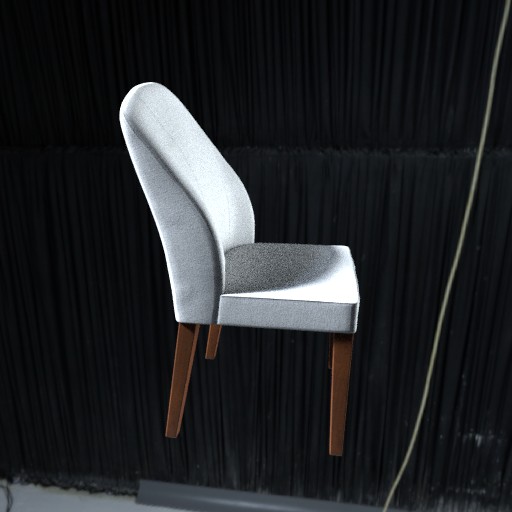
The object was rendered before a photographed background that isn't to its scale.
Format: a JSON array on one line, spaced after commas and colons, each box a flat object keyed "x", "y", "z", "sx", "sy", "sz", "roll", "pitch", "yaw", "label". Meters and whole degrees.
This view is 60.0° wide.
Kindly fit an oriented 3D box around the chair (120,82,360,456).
[{"x": 0.000, "y": 0.000, "z": 1.214, "sx": 0.540, "sy": 0.893, "sz": 0.472, "roll": 2, "pitch": 17, "yaw": 8, "label": "chair"}]
